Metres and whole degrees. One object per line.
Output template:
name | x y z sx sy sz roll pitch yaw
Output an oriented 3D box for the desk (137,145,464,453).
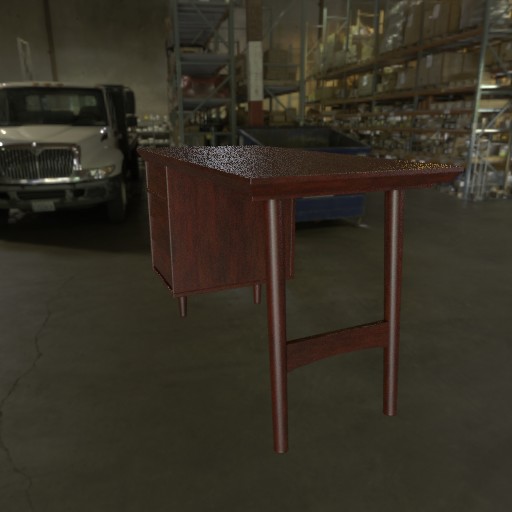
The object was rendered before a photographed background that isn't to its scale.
desk | 0.000 0.000 1.699 0.612 0.758 1.277 -8 18 -24
